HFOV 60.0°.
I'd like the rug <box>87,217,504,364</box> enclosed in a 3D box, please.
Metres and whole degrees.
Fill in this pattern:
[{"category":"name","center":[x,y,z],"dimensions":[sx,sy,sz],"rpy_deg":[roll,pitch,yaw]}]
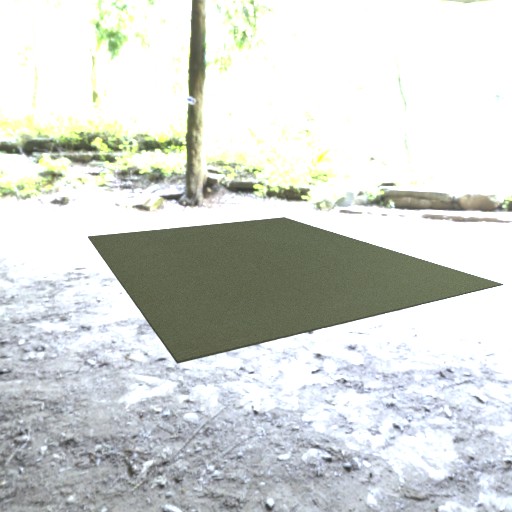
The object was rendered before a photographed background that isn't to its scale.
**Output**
[{"category":"rug","center":[0.000,0.000,3.345],"dimensions":[2.073,0.011,2.584],"rpy_deg":[-8,17,-27]}]
